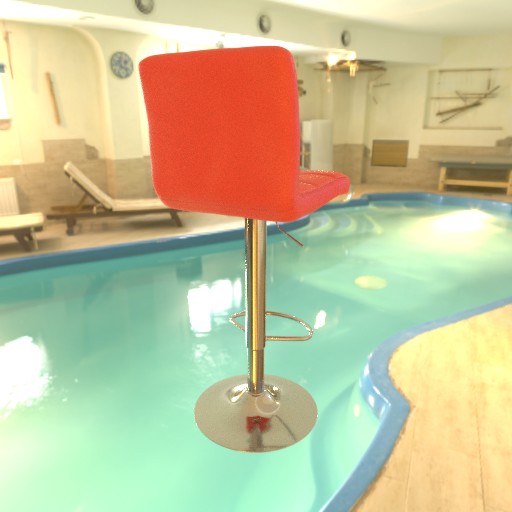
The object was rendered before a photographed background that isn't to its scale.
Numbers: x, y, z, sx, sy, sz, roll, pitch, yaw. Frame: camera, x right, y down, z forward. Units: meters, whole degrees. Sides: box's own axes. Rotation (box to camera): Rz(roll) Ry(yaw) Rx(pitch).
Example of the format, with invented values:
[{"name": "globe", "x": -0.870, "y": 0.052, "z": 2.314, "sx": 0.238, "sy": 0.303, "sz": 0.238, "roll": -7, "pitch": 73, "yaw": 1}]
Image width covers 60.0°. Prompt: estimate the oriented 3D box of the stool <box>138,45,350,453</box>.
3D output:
[{"name": "stool", "x": 0.000, "y": 0.000, "z": 1.368, "sx": 0.430, "sy": 1.115, "sz": 0.505, "roll": 9, "pitch": 20, "yaw": 27}]
